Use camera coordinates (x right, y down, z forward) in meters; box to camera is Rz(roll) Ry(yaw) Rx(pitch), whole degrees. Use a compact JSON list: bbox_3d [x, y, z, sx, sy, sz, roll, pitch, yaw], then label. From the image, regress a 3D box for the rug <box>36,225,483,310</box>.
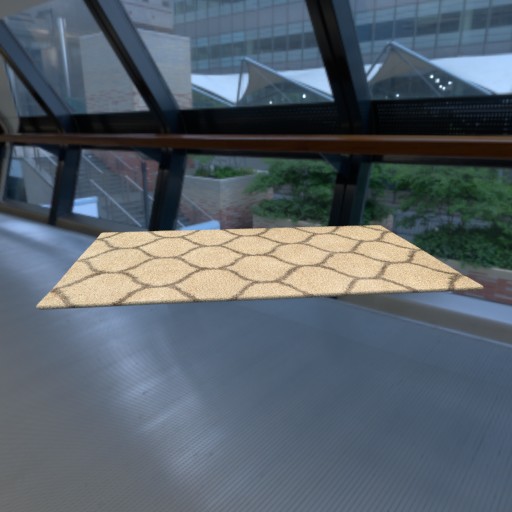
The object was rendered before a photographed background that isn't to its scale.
[{"bbox_3d":[0.000,0.000,3.010,2.348,0.024,1.501,-2,17,-6],"label":"rug"}]
